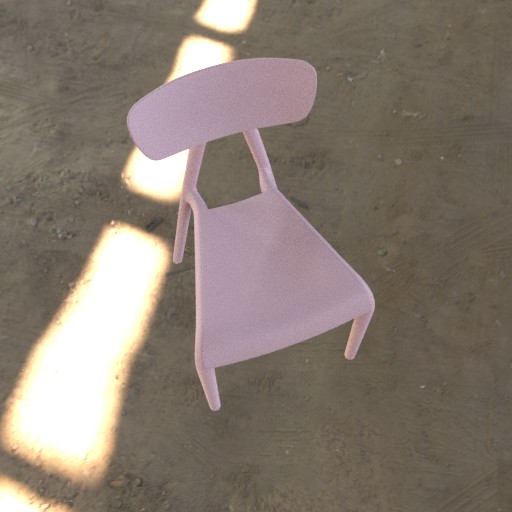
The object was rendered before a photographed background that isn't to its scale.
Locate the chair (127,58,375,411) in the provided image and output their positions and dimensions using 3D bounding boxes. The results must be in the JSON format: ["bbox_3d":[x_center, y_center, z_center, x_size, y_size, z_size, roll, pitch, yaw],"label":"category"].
[{"bbox_3d":[0.000,0.000,0.835,0.356,0.580,0.401,-18,66,-8],"label":"chair"}]
